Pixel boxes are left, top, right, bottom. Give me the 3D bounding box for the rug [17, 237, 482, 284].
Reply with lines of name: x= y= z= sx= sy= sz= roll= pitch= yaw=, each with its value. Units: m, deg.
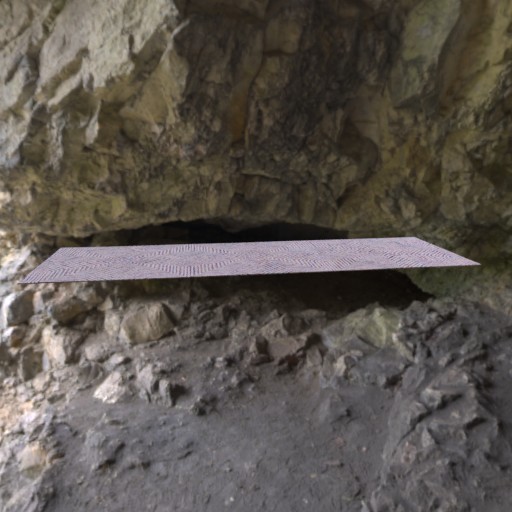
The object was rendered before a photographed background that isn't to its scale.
rug: x=0.000 y=0.000 z=2.670 sx=2.443 sy=0.009 sz=0.771 roll=-2 pitch=14 yaw=-8
